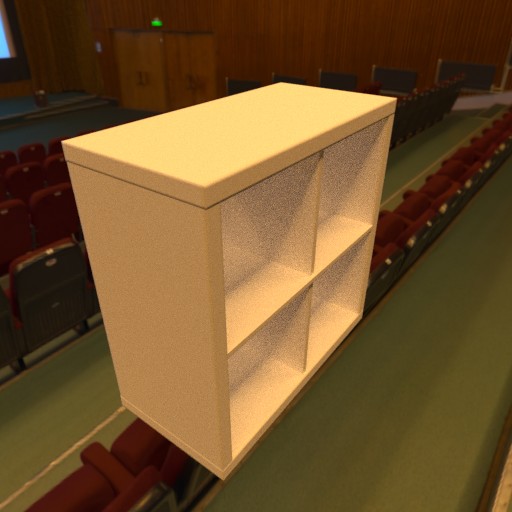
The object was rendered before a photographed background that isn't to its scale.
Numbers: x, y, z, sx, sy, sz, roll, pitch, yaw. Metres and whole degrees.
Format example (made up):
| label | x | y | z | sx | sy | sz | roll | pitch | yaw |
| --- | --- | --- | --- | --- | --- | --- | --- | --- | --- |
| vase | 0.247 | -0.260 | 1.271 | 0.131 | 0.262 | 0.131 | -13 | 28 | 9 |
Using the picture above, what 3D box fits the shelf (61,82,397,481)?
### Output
| label | x | y | z | sx | sy | sz | roll | pitch | yaw |
| --- | --- | --- | --- | --- | --- | --- | --- | --- | --- |
| shelf | 0.000 | 0.000 | 1.269 | 0.390 | 0.786 | 0.790 | 21 | 37 | 31 |
